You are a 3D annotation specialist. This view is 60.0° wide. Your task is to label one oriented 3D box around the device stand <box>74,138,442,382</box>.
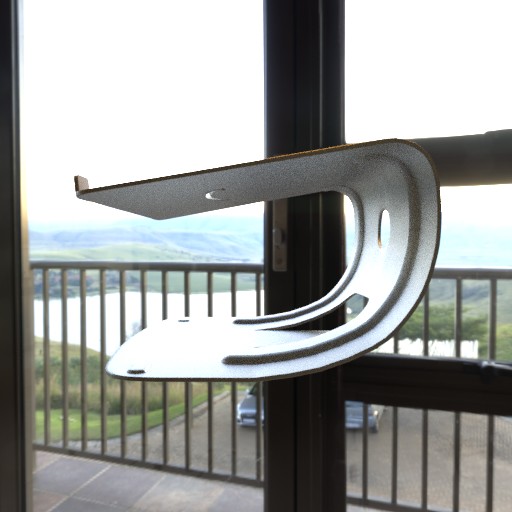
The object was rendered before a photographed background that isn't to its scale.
[{"bbox_3d":[0.000,0.000,0.400,0.236,0.155,0.256,0,1,0],"label":"device stand"}]
